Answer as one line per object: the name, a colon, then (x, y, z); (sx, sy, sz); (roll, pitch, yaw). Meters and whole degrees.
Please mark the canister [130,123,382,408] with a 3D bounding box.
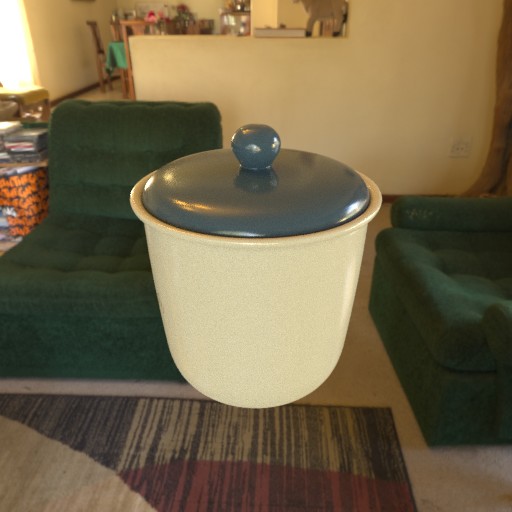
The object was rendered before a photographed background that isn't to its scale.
canister: (0.000, 0.000, 0.357); (0.182, 0.208, 0.182); (0, 29, 0)
